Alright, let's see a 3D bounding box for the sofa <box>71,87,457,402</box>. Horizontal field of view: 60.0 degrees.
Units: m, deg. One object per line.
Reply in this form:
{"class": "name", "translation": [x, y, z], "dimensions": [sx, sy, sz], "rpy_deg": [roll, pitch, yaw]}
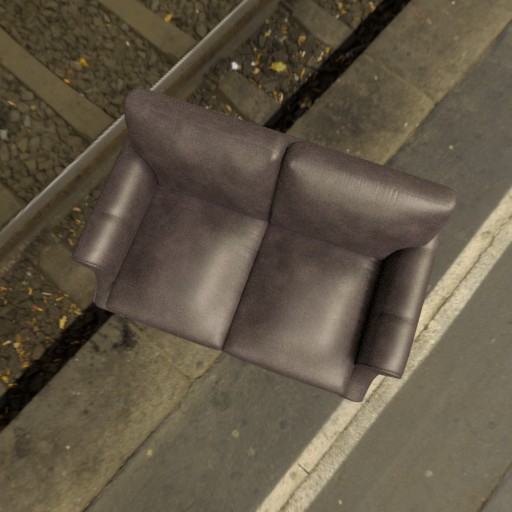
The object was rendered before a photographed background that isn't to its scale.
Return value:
{"class": "sofa", "translation": [0.000, 0.000, 2.272], "dimensions": [1.663, 0.979, 1.030], "rpy_deg": [19, 77, 5]}
